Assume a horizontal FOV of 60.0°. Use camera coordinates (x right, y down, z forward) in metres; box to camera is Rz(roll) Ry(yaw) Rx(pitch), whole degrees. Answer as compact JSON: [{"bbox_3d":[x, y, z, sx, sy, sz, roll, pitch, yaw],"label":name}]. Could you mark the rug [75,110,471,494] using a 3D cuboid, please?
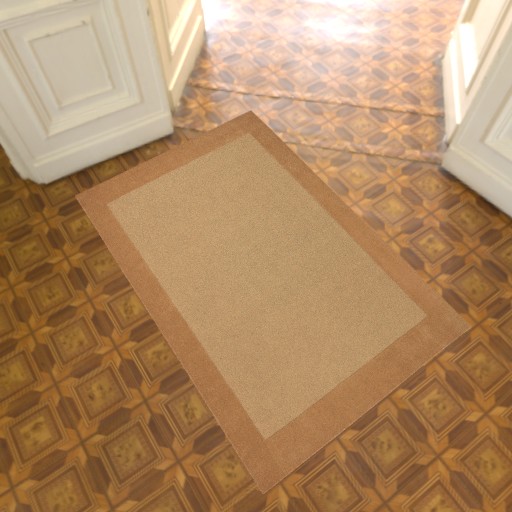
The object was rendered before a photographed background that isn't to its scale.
[{"bbox_3d":[0.000,0.000,2.312,1.219,0.014,1.829,-31,64,-17],"label":"rug"}]
